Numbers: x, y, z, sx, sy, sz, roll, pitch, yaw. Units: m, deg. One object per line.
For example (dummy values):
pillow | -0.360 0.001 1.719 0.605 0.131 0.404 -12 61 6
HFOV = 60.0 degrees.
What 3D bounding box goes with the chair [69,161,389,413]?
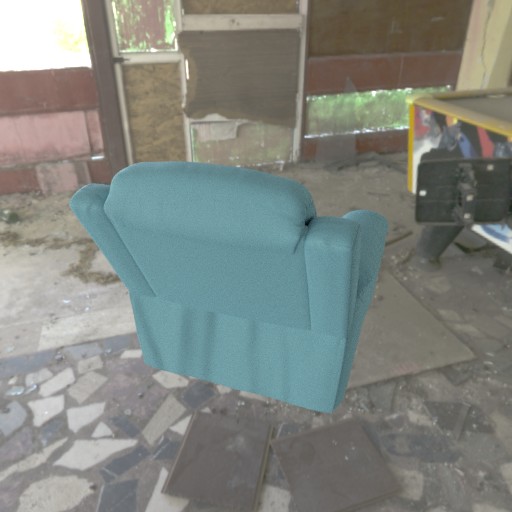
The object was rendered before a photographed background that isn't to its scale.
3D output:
chair | 0.000 0.000 1.246 0.680 0.702 0.709 10 32 16
